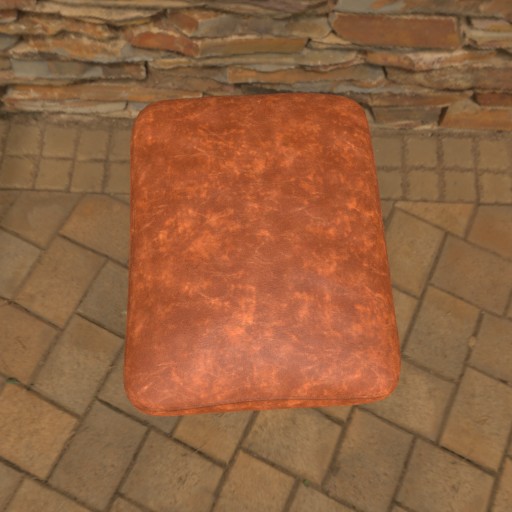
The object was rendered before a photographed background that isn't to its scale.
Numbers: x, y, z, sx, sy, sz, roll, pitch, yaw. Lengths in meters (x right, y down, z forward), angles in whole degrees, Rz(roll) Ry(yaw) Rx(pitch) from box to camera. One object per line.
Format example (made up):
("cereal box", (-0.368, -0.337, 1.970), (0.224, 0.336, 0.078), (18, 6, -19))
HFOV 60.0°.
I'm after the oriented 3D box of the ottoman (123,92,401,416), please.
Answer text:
("ottoman", (0.000, 0.000, 1.277), (0.657, 0.562, 0.832), (-3, 73, -1))
